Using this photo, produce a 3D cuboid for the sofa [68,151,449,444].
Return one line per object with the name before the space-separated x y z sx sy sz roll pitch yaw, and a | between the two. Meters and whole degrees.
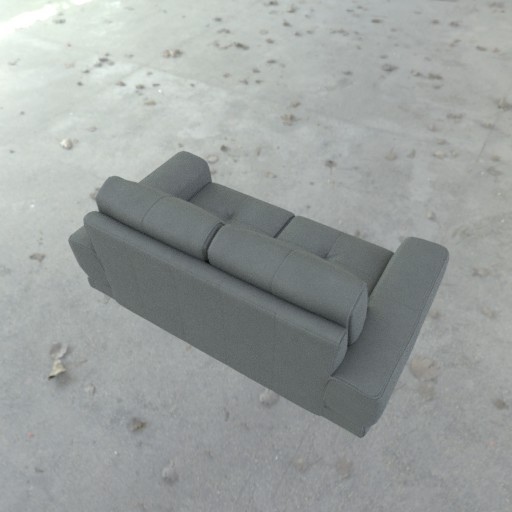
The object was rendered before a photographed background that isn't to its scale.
sofa | 0.000 0.000 2.389 1.806 0.907 1.018 24 51 21
